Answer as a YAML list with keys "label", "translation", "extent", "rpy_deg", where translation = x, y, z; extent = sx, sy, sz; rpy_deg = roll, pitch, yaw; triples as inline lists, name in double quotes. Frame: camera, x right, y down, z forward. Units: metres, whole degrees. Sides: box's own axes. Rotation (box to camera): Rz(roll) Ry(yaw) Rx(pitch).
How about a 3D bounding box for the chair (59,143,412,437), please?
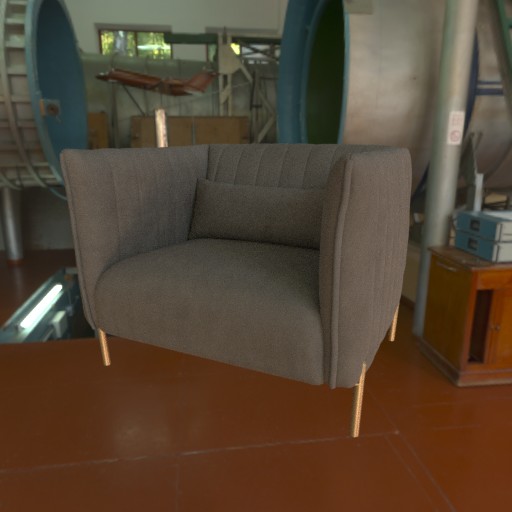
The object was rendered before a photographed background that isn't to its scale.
- label: "chair"
  translation: [0.000, 0.000, 1.600]
  extent: [0.981, 0.779, 0.873]
  rpy_deg: [7, 17, 25]
